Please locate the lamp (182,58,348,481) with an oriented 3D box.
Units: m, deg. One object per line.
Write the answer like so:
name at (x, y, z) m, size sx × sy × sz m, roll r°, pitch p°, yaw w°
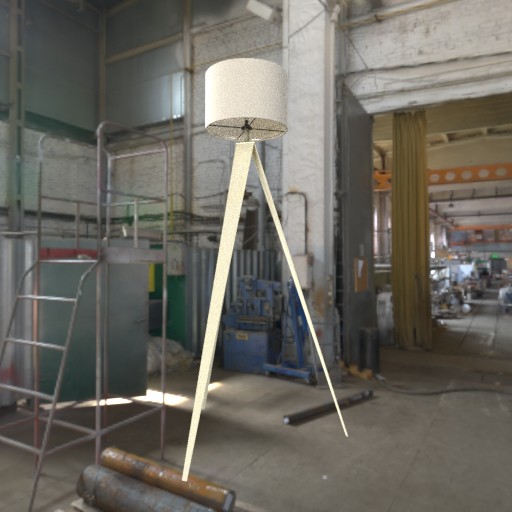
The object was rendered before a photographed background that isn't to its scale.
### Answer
lamp at (0.000, 0.000, 1.939) m, size 0.716 × 1.524 × 0.724 m, roll 0°, pitch -1°, yaw -16°
